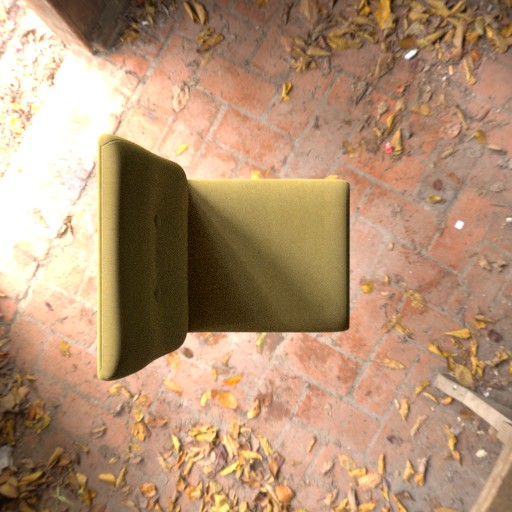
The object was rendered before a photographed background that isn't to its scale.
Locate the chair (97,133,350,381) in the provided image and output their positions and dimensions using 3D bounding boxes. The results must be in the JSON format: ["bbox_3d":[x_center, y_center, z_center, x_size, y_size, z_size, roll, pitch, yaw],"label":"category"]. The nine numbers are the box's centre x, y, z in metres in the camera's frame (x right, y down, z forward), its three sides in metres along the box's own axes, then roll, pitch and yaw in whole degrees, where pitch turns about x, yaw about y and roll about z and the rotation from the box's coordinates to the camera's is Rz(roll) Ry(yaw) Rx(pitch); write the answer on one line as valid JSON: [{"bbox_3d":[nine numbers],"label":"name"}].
[{"bbox_3d":[0.000,0.000,1.252,0.550,0.965,0.450,0,90,0],"label":"chair"}]
